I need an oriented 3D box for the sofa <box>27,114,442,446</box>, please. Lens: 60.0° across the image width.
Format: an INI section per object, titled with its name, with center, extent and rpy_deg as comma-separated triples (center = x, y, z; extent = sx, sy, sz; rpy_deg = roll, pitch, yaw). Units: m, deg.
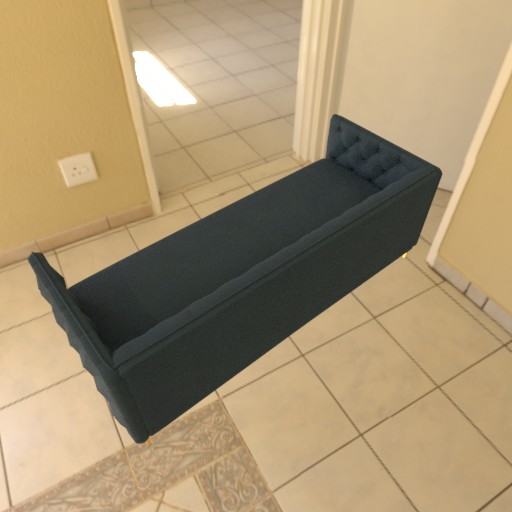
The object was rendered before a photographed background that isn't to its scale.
[sofa]
center = 0.000, 0.000, 2.635
extent = 2.209, 0.771, 0.895
rpy_deg = -31, 53, -26
